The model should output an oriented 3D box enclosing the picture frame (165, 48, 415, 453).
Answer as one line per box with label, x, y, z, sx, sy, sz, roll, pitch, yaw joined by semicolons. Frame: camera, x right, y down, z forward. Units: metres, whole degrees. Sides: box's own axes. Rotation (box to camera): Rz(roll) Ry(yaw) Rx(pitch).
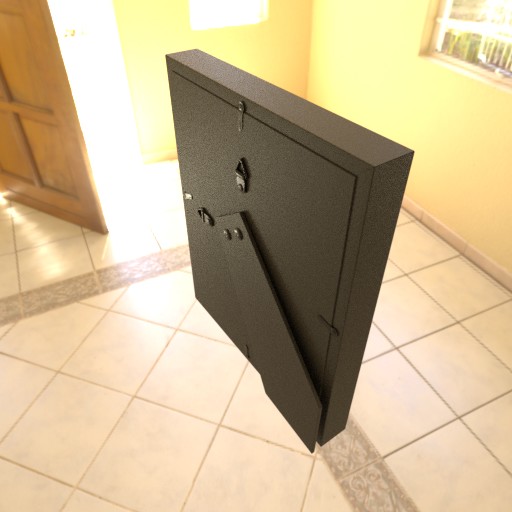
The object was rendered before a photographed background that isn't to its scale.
picture frame;0.000;0.000;0.388;0.042;0.284;0.232;-24;46;-26
